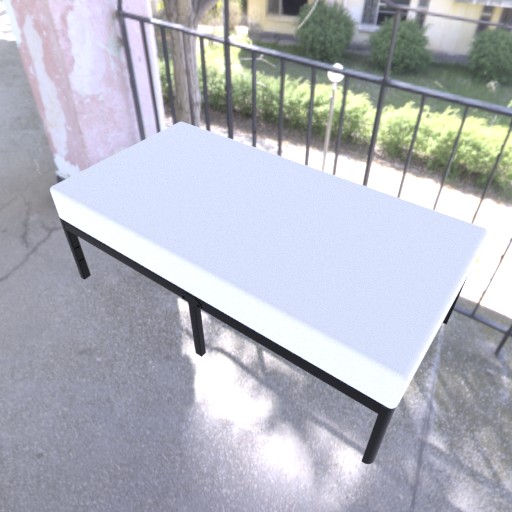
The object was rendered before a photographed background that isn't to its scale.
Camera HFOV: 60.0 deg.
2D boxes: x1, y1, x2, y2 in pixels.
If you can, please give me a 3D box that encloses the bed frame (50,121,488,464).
[{"bbox_3d":[0.000,0.000,2.390,1.950,0.659,1.023,26,48,26],"label":"bed frame"}]
